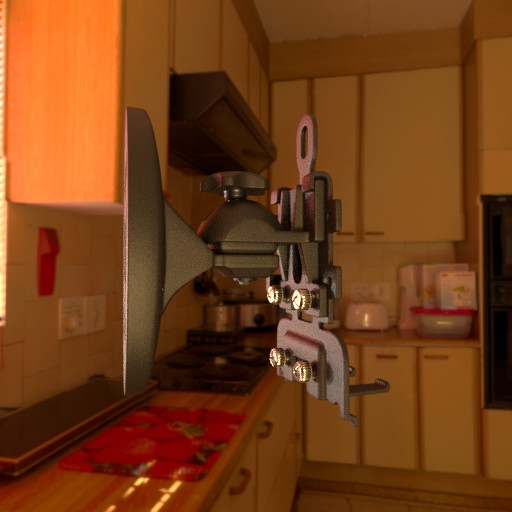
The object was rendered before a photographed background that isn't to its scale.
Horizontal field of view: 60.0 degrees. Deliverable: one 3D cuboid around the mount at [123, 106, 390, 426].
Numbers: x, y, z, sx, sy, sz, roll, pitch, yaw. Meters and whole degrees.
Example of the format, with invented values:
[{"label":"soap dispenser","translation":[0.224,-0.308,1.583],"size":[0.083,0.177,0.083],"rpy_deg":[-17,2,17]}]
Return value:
[{"label":"mount","translation":[0.000,0.000,0.177],"size":[0.100,0.118,0.066],"rpy_deg":[0,-1,-18]}]
